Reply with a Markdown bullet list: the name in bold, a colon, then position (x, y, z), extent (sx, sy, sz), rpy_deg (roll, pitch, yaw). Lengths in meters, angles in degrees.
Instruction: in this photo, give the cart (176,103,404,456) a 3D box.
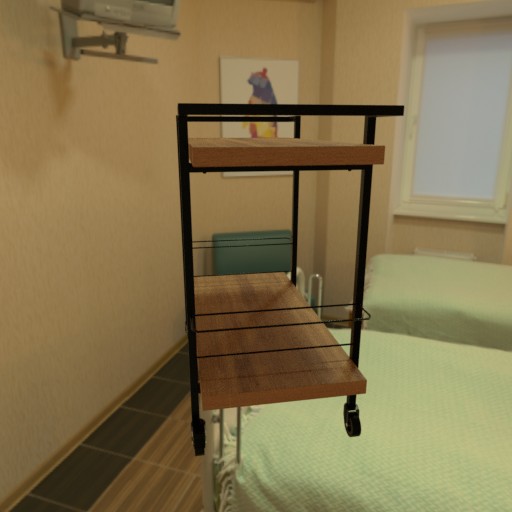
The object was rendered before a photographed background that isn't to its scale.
- **cart**: position (0.000, 0.000, 1.236), extent (0.406, 0.762, 0.806), rpy_deg (-3, 16, -10)
